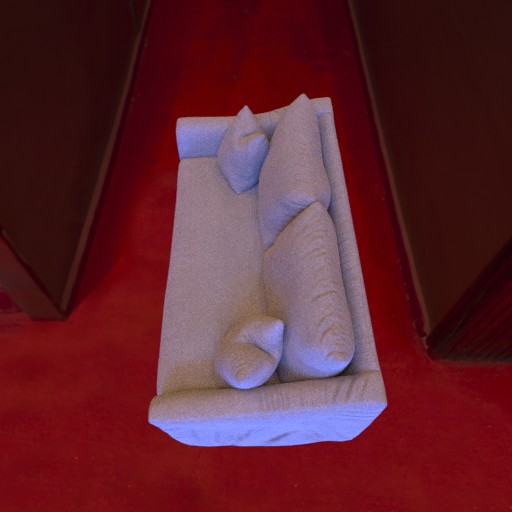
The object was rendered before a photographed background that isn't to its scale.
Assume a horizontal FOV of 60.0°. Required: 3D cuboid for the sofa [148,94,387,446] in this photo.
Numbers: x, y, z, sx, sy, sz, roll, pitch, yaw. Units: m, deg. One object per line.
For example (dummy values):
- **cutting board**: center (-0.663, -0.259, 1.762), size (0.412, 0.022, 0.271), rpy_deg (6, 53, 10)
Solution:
- **sofa**: center (0.000, 0.000, 2.668), size (1.072, 1.018, 2.010), rpy_deg (-1, 57, -1)
